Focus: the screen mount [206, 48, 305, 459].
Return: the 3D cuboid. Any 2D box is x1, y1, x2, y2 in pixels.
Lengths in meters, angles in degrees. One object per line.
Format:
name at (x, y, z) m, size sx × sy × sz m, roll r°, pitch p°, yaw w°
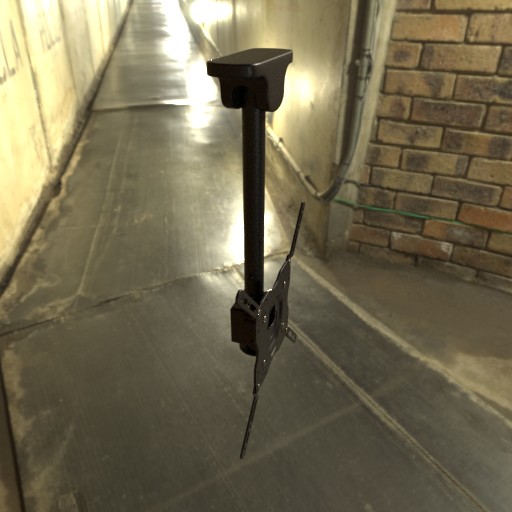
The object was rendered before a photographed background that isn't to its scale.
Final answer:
screen mount at (0.000, 0.000, 0.877) m, size 0.090 × 0.729 × 0.393 m, roll 11°, pitch 33°, yaw 18°
